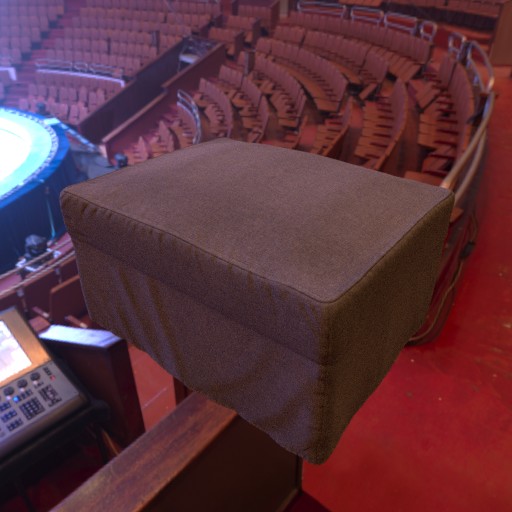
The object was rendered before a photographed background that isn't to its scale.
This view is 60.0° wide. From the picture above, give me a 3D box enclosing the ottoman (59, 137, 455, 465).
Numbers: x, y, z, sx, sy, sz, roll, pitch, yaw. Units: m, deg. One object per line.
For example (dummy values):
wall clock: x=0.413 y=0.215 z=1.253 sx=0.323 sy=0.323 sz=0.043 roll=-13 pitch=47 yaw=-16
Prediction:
ottoman: x=0.000 y=0.000 z=1.241 sx=0.833 sy=0.492 sz=0.652 roll=22 pitch=37 yaw=32
